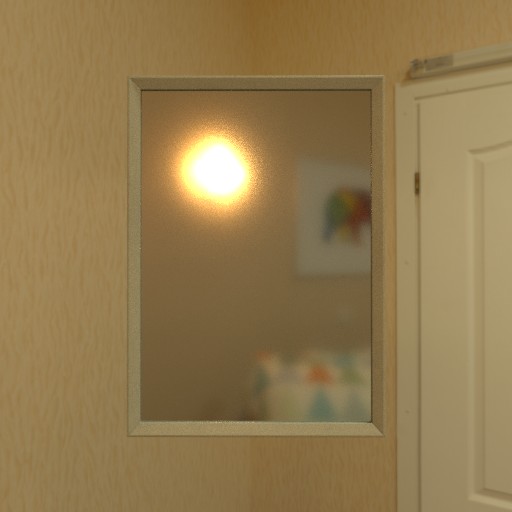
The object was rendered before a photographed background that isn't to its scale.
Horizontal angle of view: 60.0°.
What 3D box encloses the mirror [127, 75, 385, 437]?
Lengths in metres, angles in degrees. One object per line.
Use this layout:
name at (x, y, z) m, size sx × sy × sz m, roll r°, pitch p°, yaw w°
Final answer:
mirror at (0.000, 0.000, 0.890) m, size 0.507 × 0.710 × 0.039 m, roll 0°, pitch 0°, yaw 0°
